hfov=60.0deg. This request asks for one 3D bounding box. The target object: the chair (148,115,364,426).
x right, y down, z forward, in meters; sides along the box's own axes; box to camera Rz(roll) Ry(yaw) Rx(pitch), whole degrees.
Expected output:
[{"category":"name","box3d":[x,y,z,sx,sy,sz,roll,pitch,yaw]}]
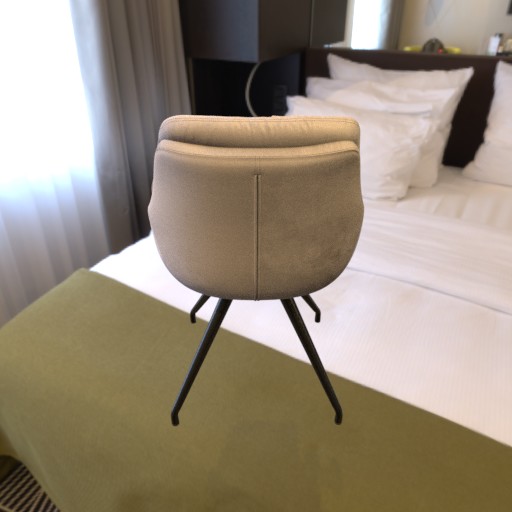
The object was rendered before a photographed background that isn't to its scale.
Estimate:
[{"category":"chair","box3d":[0.000,0.000,1.261,0.579,0.888,0.569,0,31,0]}]
